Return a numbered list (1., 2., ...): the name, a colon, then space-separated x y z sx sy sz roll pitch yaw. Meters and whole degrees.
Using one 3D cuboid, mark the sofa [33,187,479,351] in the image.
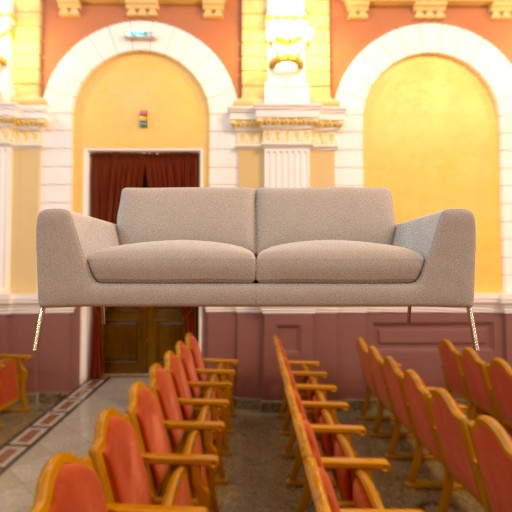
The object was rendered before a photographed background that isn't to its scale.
1. sofa: 0.000 0.000 2.465 2.017 0.875 0.953 0 -1 0
